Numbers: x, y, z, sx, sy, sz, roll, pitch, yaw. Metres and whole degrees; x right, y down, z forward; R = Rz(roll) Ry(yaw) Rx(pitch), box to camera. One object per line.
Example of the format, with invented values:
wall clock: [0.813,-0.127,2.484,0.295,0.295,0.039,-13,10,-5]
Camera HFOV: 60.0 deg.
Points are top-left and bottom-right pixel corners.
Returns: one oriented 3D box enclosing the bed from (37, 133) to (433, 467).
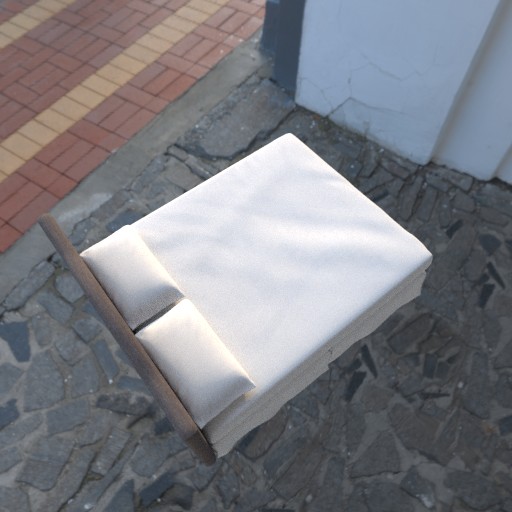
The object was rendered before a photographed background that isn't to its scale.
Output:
bed: [0.000,0.000,3.943,2.689,1.457,2.161,-34,65,-19]
